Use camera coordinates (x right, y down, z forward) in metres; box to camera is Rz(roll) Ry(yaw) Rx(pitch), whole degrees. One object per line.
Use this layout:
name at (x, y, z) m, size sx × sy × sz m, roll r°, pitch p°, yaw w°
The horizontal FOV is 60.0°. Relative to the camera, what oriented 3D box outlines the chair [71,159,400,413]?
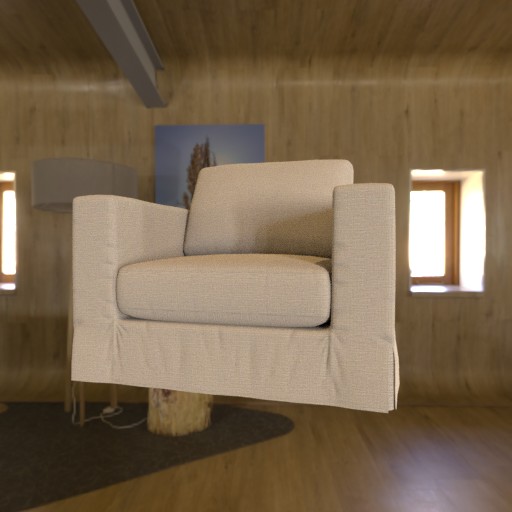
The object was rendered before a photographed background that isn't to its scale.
chair at (0.000, 0.000, 1.869) m, size 1.150 × 0.878 × 0.957 m, roll 0°, pitch 1°, yaw 17°
